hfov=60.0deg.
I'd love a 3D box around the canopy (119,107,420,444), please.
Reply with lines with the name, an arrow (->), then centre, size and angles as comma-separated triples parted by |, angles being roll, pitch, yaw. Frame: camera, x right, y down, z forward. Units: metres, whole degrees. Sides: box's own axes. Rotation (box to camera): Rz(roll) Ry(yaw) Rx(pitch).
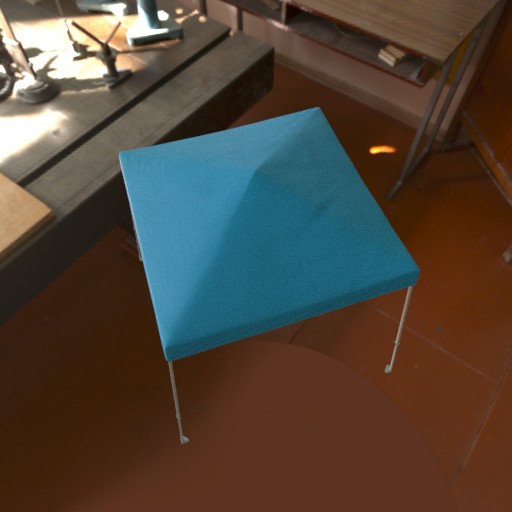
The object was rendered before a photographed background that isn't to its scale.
canopy -> 0.000, 0.000, 5.152 | 2.849, 2.849, 2.848 | -16, 59, -10
